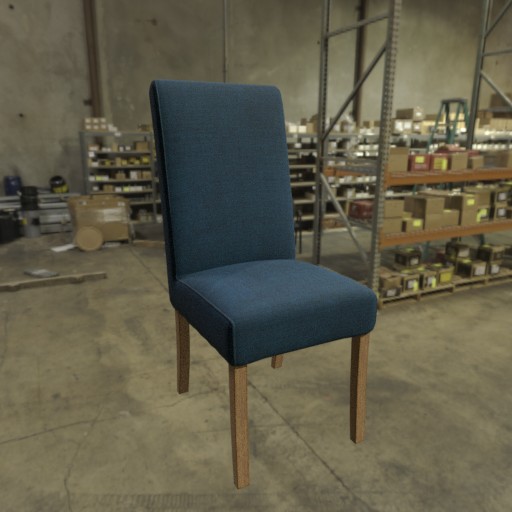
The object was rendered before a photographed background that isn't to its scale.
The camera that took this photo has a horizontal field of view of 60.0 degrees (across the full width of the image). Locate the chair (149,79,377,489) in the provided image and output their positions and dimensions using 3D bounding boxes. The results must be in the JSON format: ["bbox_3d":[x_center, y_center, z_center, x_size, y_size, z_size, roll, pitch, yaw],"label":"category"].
[{"bbox_3d":[0.000,0.000,1.336,0.450,1.029,0.610,-8,17,-26],"label":"chair"}]
